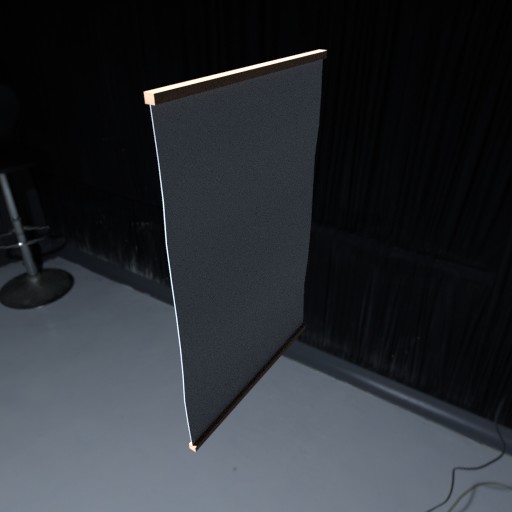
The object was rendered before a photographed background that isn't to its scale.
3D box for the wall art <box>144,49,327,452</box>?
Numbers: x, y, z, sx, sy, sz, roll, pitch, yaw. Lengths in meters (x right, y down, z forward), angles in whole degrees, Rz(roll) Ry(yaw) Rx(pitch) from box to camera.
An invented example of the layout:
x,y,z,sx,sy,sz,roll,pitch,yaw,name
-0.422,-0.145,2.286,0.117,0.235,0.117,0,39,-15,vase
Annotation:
x,y,z,sx,sy,sz,roll,pitch,yaw,name
0.000,0.000,0.639,0.012,0.508,0.332,20,37,29,wall art
